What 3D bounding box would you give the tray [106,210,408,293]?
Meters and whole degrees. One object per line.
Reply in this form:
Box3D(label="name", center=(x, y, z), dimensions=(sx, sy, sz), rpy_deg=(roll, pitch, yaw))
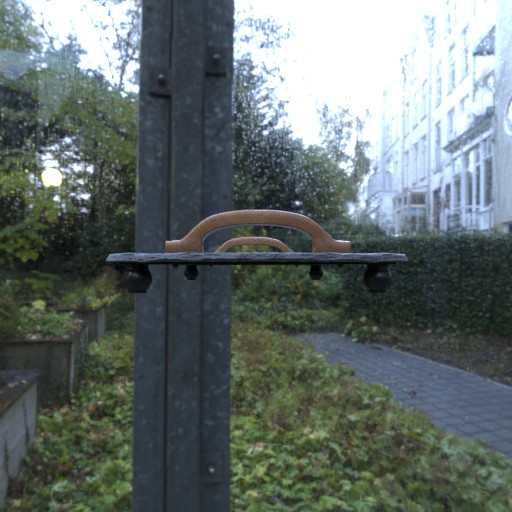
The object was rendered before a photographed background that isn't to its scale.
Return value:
Box3D(label="tray", center=(0.000, 0.000, 0.486), dimensions=(0.231, 0.062, 0.387), rpy_deg=(0, -1, -1))
